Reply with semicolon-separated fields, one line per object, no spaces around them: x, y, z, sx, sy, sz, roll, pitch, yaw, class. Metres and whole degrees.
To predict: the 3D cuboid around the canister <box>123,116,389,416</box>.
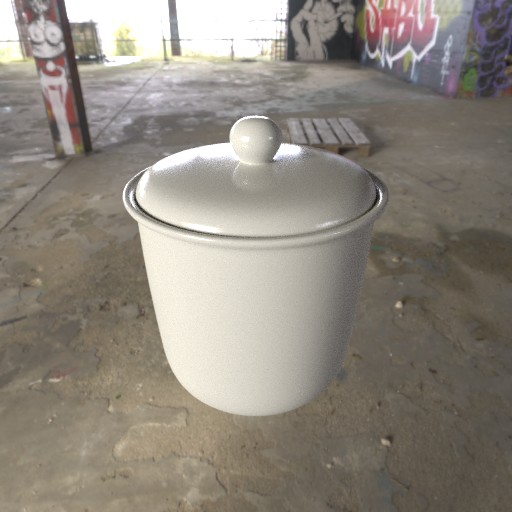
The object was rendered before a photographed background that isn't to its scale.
0.000;0.000;0.340;0.182;0.208;0.182;0;29;0;canister
